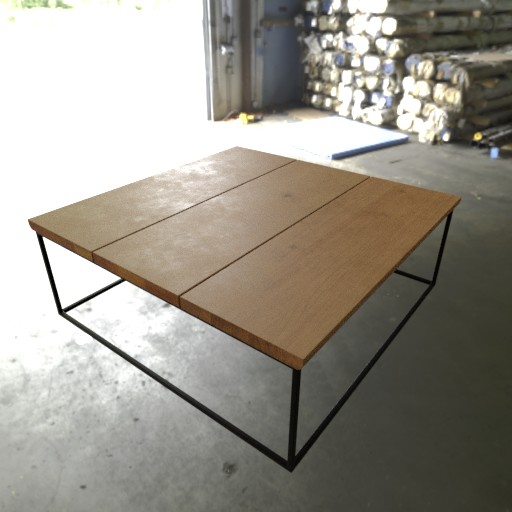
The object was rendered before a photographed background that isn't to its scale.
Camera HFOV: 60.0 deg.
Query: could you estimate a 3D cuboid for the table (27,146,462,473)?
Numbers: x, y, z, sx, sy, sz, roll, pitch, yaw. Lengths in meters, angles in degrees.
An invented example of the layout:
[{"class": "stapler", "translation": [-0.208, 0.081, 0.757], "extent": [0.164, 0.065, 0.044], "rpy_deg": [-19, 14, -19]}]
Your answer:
[{"class": "table", "translation": [0.000, 0.000, 1.679], "extent": [1.100, 0.400, 1.100], "rpy_deg": [21, 36, 32]}]
